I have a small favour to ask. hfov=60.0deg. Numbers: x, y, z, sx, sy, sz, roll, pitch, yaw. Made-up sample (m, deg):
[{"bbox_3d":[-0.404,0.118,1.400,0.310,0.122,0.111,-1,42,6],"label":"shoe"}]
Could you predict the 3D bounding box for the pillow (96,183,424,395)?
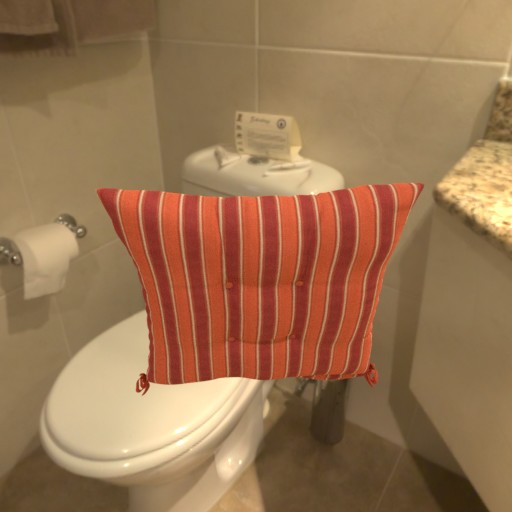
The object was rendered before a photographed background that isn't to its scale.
[{"bbox_3d":[0.000,0.000,1.018,0.541,0.536,0.585,-1,31,-2],"label":"pillow"}]
